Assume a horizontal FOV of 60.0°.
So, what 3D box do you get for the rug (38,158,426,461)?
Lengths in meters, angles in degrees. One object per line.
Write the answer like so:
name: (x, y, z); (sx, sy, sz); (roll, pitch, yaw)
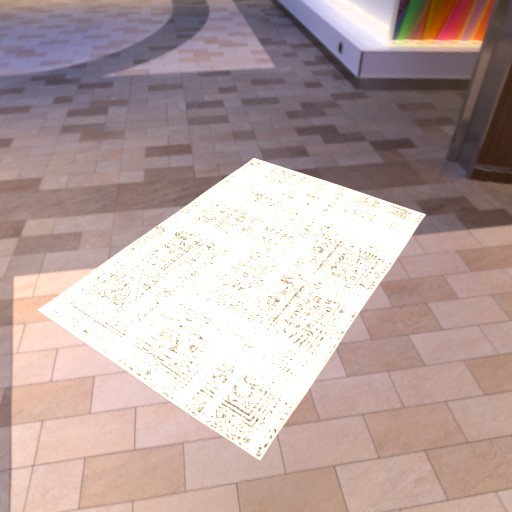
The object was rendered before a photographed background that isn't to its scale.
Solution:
rug: (0.000, 0.000, 3.203); (1.706, 0.026, 2.438); (24, 46, 25)
